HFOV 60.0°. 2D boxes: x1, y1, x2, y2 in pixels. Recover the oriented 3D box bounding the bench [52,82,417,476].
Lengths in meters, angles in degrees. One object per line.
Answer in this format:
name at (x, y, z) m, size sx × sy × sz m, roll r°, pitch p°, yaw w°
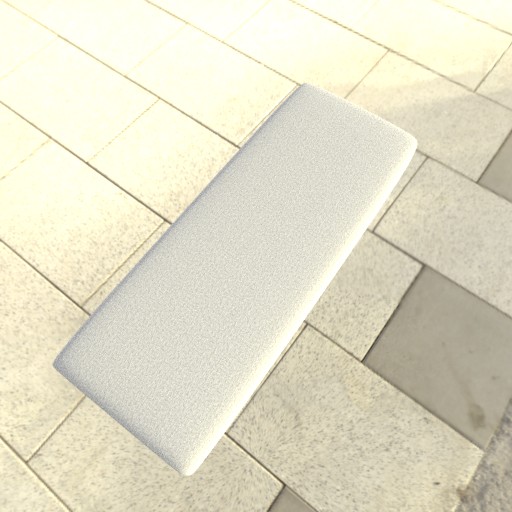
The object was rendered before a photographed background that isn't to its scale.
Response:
bench at (0.000, 0.000, 1.843) m, size 0.631 × 0.383 × 1.598 m, roll 33°, pitch 69°, yaw 14°
